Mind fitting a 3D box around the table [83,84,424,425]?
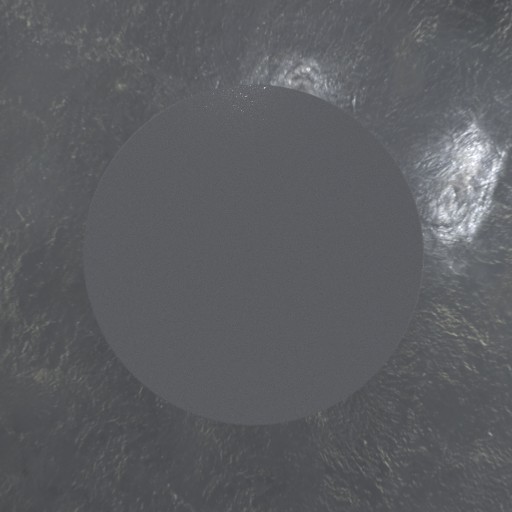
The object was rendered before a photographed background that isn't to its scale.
[{"bbox_3d":[0.000,0.000,0.922,0.500,0.550,0.500,0,89,1],"label":"table"}]
